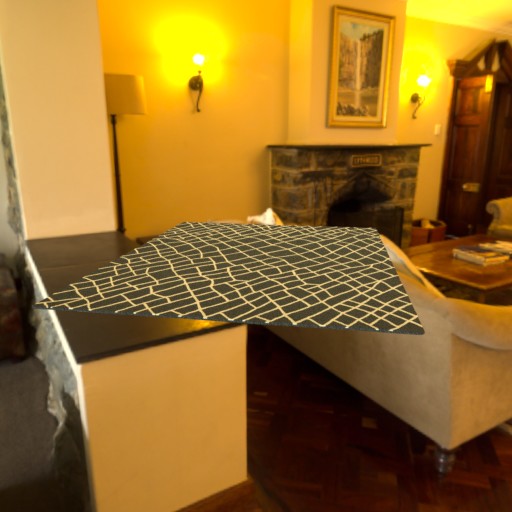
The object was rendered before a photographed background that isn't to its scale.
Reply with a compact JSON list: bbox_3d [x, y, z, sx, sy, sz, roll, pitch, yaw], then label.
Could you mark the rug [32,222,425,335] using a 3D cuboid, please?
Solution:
[{"bbox_3d":[0.000,0.000,4.112,2.439,0.022,3.047,2,15,9],"label":"rug"}]
